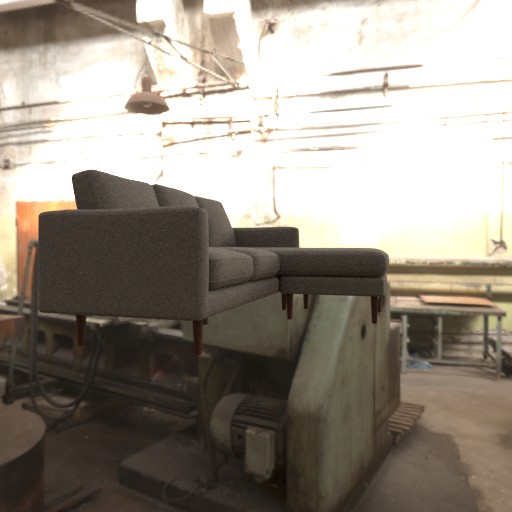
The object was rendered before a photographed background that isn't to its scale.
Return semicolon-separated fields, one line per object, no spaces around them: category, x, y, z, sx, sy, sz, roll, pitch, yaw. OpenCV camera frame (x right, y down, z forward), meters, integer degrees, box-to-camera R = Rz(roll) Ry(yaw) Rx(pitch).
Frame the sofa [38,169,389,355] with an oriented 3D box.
sofa;0.000;0.000;2.966;1.667;0.957;2.055;0;1;18
